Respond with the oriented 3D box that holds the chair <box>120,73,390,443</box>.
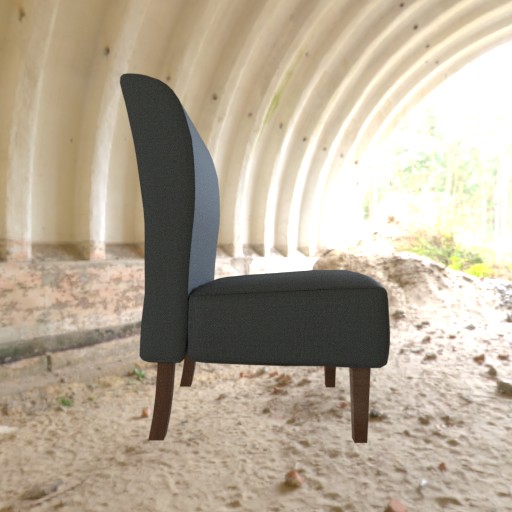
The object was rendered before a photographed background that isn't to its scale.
[{"bbox_3d":[0.000,0.000,1.171,0.592,0.804,0.513,0,0,0],"label":"chair"}]
